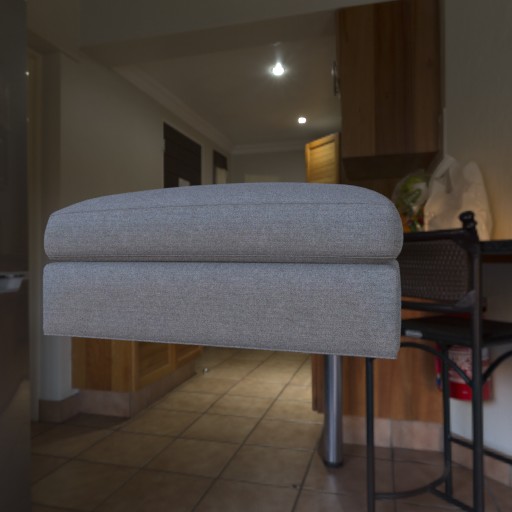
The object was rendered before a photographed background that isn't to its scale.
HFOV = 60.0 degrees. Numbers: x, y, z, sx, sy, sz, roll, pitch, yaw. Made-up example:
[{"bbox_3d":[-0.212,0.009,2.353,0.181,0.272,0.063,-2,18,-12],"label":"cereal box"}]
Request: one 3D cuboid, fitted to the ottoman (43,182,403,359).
[{"bbox_3d":[0.000,0.000,1.657,1.041,0.470,1.041,0,1,18],"label":"ottoman"}]
